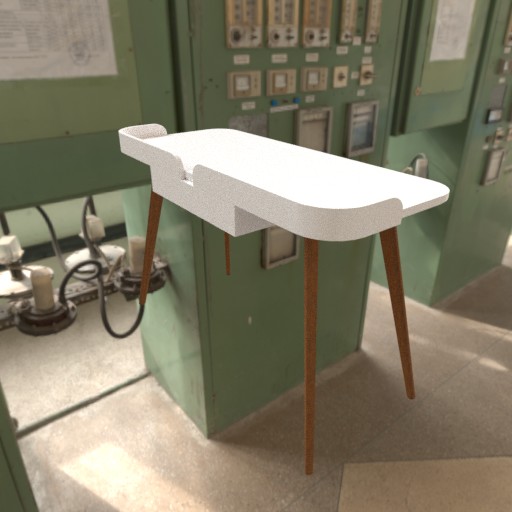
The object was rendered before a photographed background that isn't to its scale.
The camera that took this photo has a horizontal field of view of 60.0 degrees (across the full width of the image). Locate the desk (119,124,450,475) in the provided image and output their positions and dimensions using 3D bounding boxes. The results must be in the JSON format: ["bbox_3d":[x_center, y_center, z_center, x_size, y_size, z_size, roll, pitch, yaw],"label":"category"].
[{"bbox_3d":[0.000,0.000,1.643,0.534,0.807,1.206,-19,32,-33],"label":"desk"}]
